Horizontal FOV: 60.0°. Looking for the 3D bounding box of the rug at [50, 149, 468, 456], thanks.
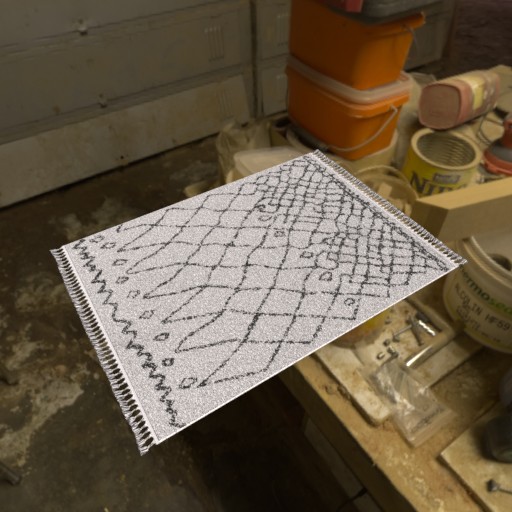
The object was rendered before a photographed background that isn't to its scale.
[{"bbox_3d":[0.000,0.000,2.985,2.312,0.017,1.613,-25,51,-22],"label":"rug"}]
